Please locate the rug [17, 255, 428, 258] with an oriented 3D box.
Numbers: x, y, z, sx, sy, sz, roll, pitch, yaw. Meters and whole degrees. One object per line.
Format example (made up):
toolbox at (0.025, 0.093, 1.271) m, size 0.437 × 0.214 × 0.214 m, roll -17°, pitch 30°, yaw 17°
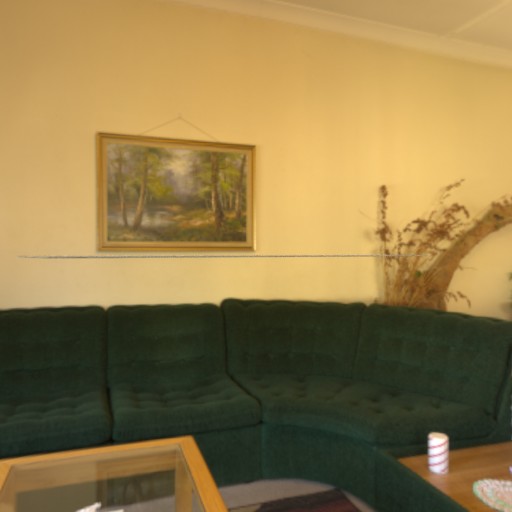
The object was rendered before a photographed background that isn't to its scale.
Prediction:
rug at (0.000, 0.000, 2.474) m, size 2.275 × 0.009 × 0.684 m, roll 0°, pitch 0°, yaw -36°
